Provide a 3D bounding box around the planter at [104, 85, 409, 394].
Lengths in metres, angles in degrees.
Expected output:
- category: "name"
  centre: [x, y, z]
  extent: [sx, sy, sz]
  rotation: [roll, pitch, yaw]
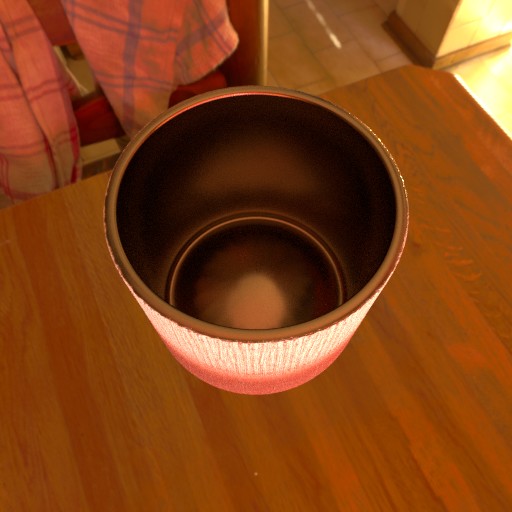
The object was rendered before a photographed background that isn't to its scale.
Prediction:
- category: "planter"
  centre: [0.000, 0.000, 0.406]
  extent: [0.221, 0.201, 0.221]
  rotation: [0, 64, 0]
